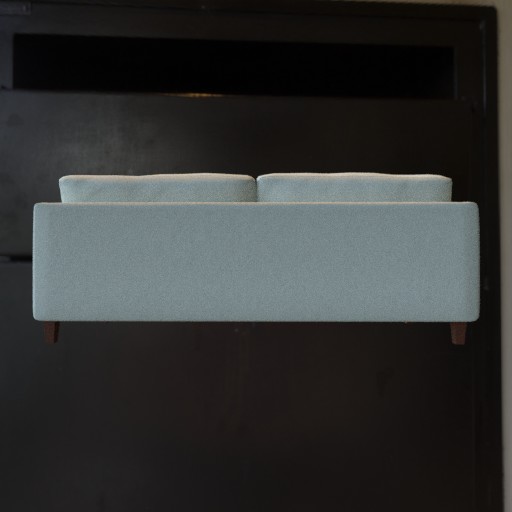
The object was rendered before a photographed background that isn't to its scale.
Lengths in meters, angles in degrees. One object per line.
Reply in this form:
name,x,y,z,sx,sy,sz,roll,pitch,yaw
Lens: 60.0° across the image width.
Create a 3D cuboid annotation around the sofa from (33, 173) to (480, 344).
sofa,0.000,0.000,2.841,2.434,0.965,0.948,0,-1,1
